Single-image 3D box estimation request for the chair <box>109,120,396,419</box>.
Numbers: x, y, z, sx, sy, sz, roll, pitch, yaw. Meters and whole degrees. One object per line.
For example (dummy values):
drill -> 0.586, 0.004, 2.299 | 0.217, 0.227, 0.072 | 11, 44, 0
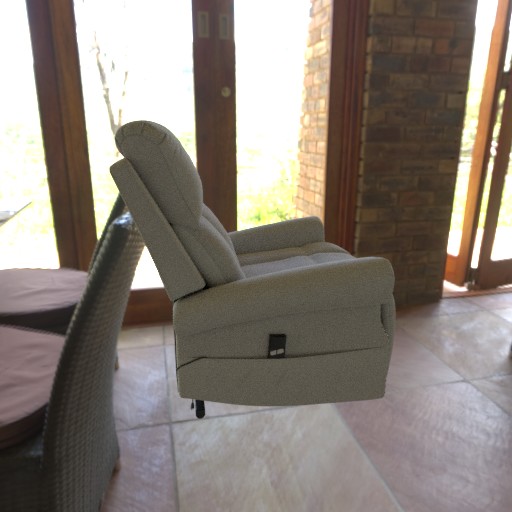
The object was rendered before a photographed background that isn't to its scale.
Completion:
chair -> 0.000, 0.000, 1.773 | 0.979, 1.031, 0.871 | -3, 16, -10
